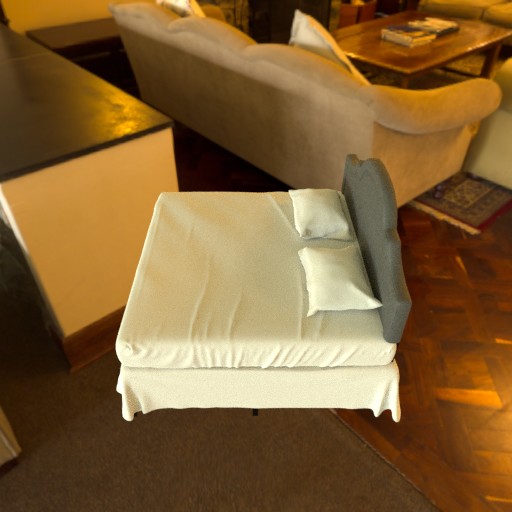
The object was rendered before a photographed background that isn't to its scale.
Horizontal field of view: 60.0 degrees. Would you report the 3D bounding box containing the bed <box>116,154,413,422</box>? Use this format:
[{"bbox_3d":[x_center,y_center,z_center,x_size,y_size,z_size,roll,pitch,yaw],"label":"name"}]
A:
[{"bbox_3d":[0.000,0.000,3.762,2.222,1.631,2.303,0,40,0],"label":"bed"}]
